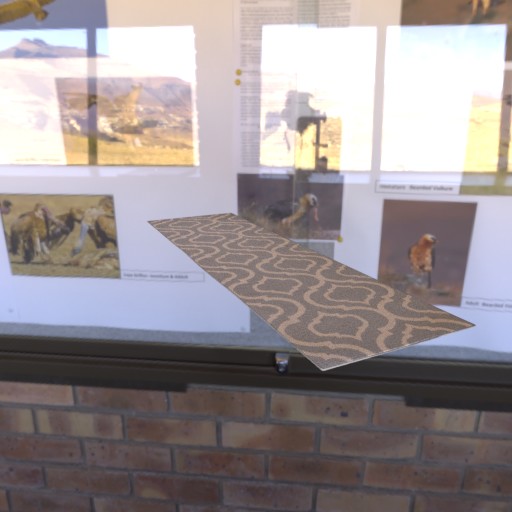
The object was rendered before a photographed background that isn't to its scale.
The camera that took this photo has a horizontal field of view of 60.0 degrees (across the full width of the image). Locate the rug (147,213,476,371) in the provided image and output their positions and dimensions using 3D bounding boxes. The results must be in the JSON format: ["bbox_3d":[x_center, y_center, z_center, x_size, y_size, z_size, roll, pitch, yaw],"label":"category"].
[{"bbox_3d":[0.000,0.000,2.456,0.684,0.009,2.275,-8,19,-25],"label":"rug"}]
